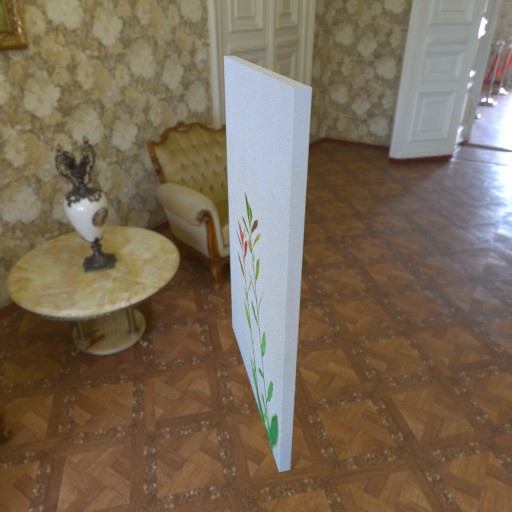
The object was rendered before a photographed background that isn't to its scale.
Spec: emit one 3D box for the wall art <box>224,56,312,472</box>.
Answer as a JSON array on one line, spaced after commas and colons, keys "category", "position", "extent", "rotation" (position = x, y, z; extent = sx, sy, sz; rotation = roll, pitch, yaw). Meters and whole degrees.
[{"category": "wall art", "position": [0.000, 0.000, 1.452], "extent": [0.038, 1.143, 0.764], "rotation": [-7, 29, -12]}]
